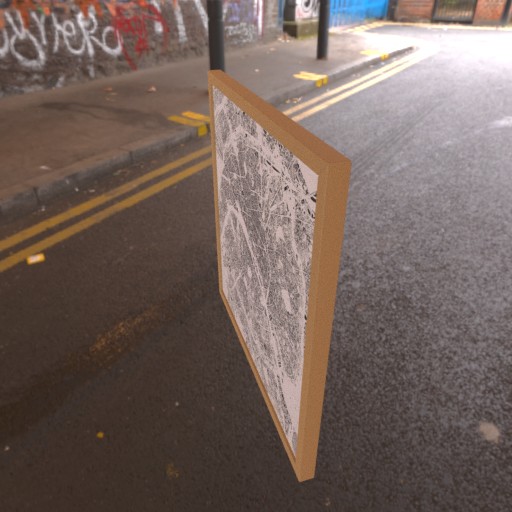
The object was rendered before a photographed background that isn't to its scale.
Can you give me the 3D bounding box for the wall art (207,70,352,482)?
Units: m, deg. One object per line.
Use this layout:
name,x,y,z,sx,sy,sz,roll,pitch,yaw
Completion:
wall art,0.000,0.000,1.123,0.037,0.761,0.761,-10,33,-15
